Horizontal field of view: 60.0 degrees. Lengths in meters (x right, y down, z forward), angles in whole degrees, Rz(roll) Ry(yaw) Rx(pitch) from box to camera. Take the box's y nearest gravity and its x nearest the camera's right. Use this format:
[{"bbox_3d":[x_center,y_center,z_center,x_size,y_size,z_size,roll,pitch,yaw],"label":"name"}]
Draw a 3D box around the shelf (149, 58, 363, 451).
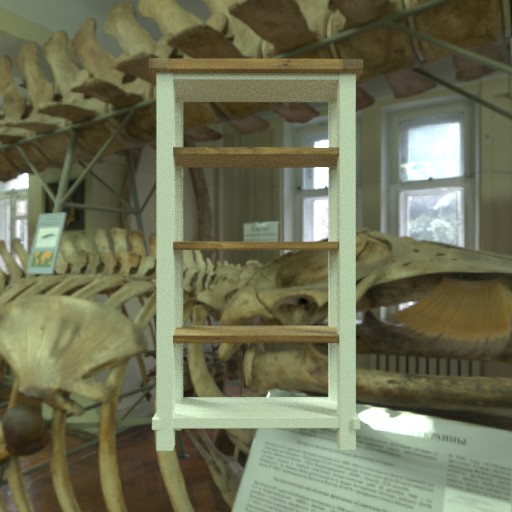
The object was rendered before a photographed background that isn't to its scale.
[{"bbox_3d":[0.000,0.000,2.297,1.022,1.878,0.381,0,0,0],"label":"shelf"}]
